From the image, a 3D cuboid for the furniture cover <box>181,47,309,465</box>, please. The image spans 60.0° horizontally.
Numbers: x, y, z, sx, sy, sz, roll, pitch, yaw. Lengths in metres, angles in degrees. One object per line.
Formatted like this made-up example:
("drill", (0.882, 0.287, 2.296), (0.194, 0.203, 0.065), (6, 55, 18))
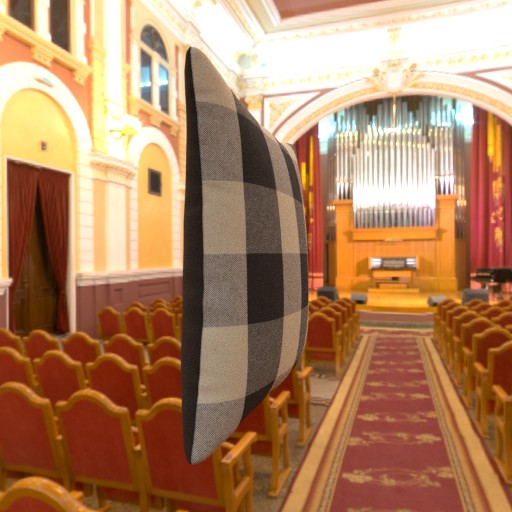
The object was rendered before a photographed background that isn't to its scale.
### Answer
("furniture cover", (0.000, 0.000, 0.775), (0.161, 0.509, 0.511), (0, 0, 18))
